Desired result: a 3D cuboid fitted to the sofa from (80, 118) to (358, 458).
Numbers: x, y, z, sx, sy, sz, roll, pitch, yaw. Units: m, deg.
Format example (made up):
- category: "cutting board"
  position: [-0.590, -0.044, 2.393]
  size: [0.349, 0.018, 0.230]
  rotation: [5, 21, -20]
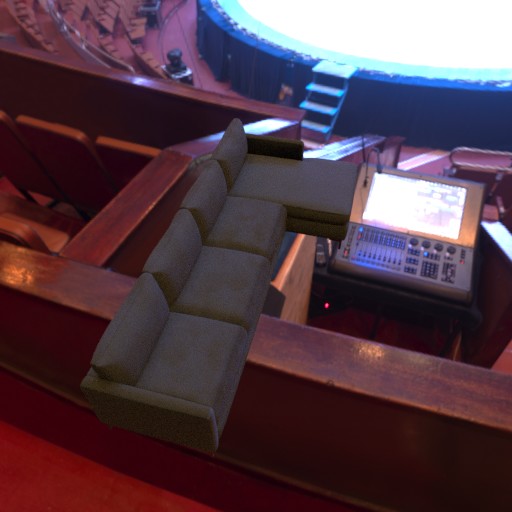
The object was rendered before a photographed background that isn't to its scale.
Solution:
- category: "sofa"
  position: [0.000, 0.000, 3.266]
  size: [1.255, 0.756, 2.725]
  rotation: [11, 47, 10]
